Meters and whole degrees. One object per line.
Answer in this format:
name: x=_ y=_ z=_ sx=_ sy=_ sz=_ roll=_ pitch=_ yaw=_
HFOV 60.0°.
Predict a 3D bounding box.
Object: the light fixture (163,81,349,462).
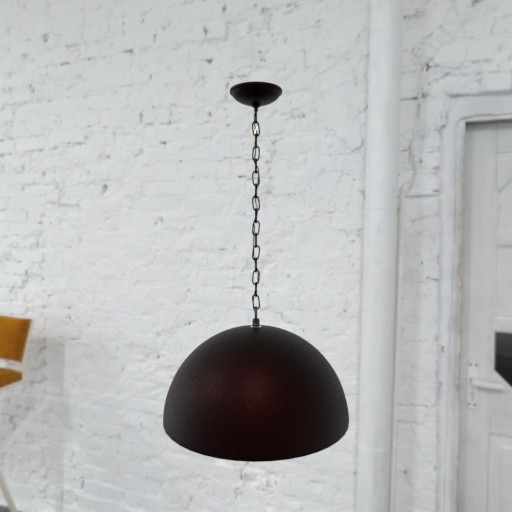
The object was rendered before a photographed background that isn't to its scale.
light fixture: x=0.000 y=0.000 z=1.181 sx=0.492 sy=0.869 sz=0.492 roll=0 pitch=2 yaw=1
